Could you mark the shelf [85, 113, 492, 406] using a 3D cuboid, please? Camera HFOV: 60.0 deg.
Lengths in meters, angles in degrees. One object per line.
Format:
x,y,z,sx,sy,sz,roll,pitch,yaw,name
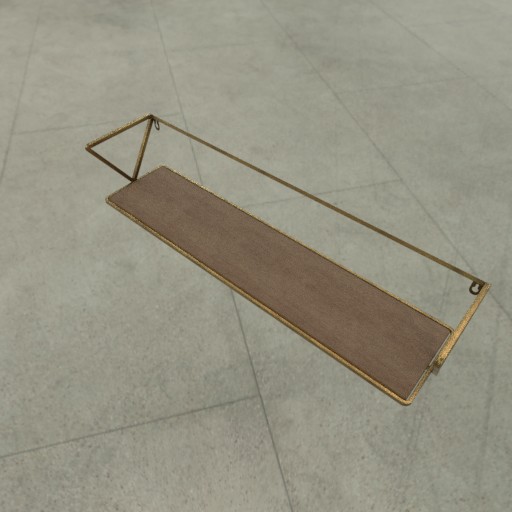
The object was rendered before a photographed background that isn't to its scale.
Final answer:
0.000,0.000,0.736,0.645,0.229,0.150,32,54,26,shelf
